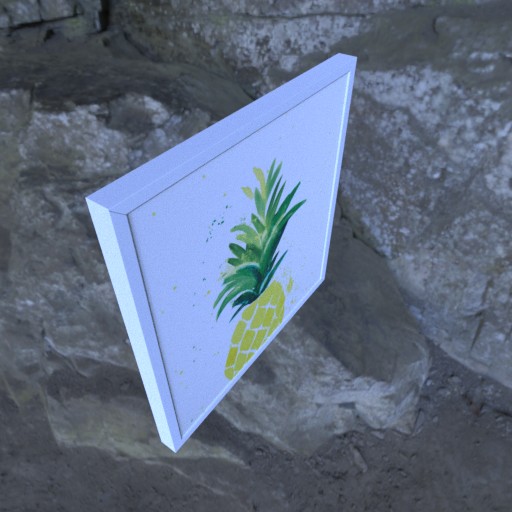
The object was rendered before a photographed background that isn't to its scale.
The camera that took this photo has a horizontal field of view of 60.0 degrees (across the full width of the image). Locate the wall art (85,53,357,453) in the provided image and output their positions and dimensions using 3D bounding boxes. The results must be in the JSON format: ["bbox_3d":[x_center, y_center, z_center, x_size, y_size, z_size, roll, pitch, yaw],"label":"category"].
[{"bbox_3d":[0.000,0.000,0.446,0.020,0.307,0.307,26,48,26],"label":"wall art"}]
